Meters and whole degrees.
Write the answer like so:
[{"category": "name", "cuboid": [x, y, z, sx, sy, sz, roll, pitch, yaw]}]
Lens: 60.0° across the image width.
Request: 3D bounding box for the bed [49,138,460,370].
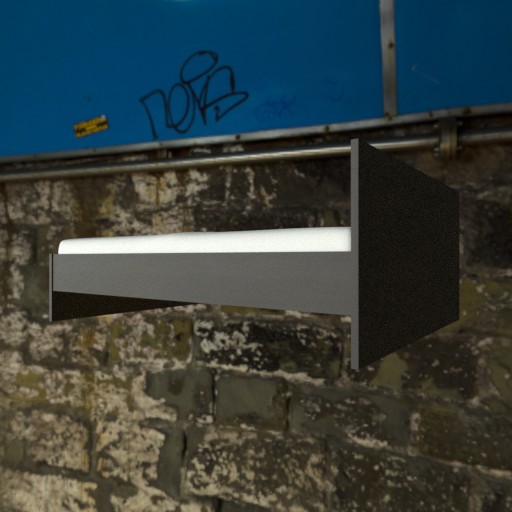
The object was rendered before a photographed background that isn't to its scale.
[{"category": "bed", "cuboid": [0.000, 0.000, 2.819, 2.073, 0.823, 1.585, 0, 0, 36]}]
